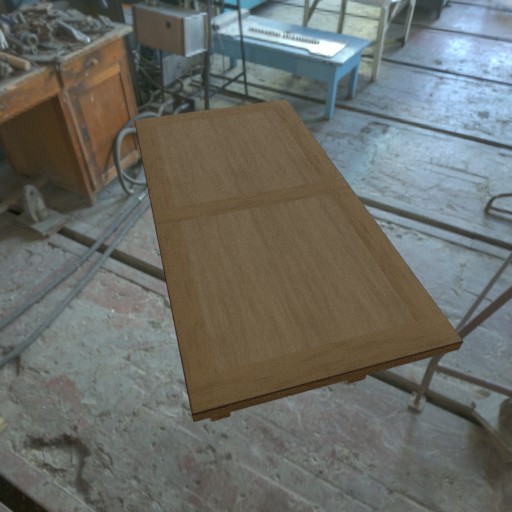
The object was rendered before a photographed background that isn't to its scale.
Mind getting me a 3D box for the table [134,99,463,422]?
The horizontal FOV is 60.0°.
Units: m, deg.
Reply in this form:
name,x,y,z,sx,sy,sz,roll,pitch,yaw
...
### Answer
name,x,y,z,sx,sy,sz,roll,pitch,yaw
table,0.000,0.000,2.449,1.000,0.762,1.982,-12,46,-11
